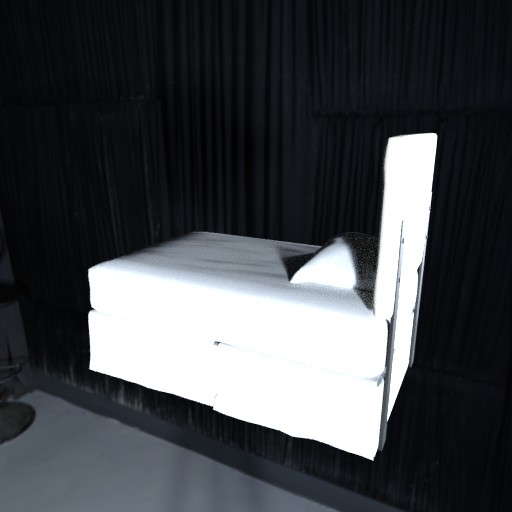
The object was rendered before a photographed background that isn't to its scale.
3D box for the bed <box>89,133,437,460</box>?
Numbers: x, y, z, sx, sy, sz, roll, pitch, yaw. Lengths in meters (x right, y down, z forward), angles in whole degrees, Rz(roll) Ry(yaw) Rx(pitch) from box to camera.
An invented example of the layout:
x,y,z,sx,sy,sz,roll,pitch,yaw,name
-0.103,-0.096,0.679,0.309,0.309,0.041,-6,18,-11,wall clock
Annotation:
x,y,z,sx,sy,sz,roll,pitch,yaw,name
0.000,0.000,2.937,1.997,1.571,1.261,8,18,26,bed
